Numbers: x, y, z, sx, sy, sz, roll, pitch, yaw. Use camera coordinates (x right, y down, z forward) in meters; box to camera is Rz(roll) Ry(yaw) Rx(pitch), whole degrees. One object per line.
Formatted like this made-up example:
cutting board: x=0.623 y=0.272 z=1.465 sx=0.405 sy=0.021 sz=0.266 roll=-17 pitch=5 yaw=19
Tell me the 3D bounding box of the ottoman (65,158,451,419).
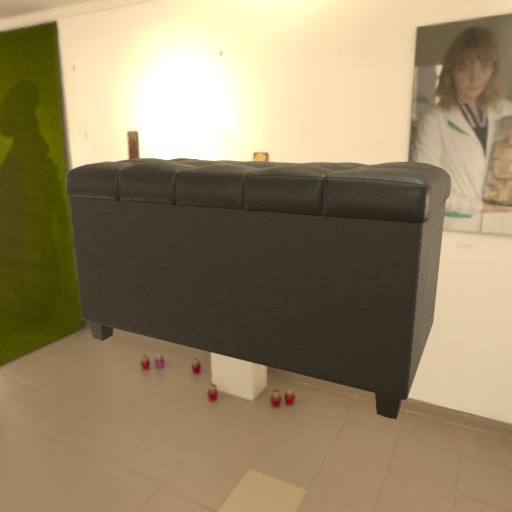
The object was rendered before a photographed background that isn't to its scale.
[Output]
ottoman: x=0.000 y=0.000 z=1.109 sx=0.838 sy=0.470 sz=0.432 roll=7 pitch=16 yaw=27
